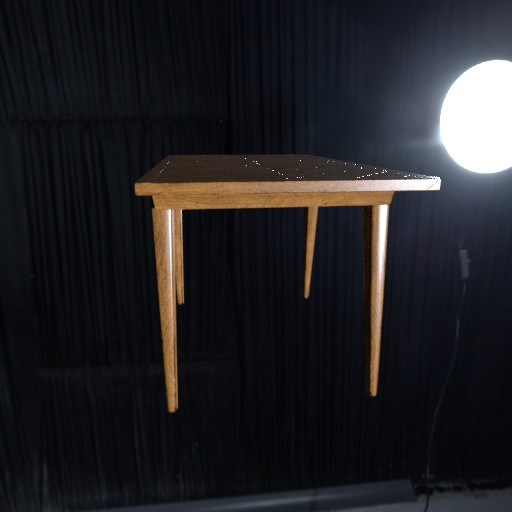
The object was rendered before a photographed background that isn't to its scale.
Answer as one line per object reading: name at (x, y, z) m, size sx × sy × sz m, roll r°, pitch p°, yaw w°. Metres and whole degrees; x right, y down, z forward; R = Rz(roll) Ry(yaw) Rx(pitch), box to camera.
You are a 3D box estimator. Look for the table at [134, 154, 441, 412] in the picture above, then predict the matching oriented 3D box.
table at (0.000, 0.000, 1.842) m, size 0.757 × 0.760 × 1.400 m, roll -2°, pitch 15°, yaw -7°
